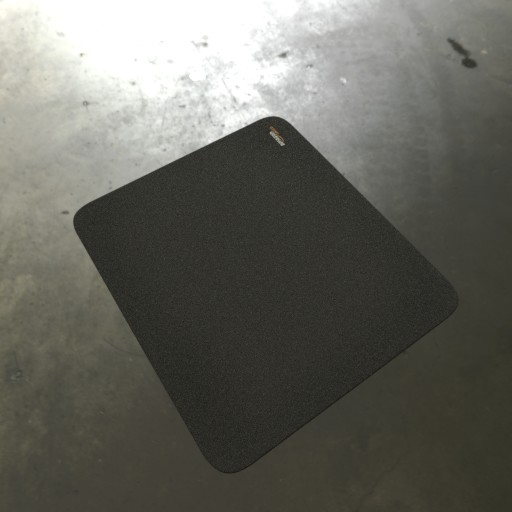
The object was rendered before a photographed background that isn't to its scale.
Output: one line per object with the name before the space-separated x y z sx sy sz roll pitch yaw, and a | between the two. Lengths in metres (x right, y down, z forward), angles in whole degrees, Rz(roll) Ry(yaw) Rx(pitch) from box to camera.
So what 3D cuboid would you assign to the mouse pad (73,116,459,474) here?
mouse pad | 0.000 0.000 0.327 0.203 0.003 0.229 -31 64 -16
